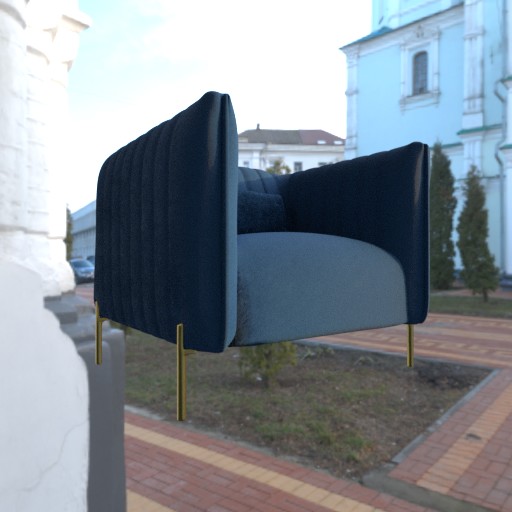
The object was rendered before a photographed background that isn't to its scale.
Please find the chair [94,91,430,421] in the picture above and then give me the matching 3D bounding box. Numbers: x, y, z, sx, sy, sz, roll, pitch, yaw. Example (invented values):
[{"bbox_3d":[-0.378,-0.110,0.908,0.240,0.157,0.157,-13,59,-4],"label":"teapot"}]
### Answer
[{"bbox_3d":[0.000,0.000,1.595,0.947,0.793,0.877,0,0,-35],"label":"chair"}]
